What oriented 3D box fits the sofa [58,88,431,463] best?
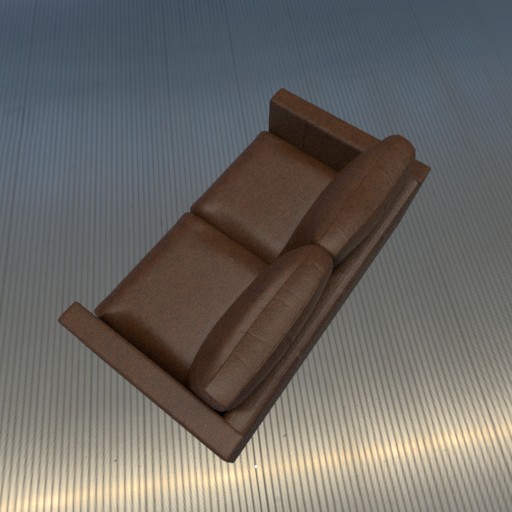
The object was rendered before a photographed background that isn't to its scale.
[{"bbox_3d":[0.000,0.000,2.130,0.909,0.951,1.578,34,69,15],"label":"sofa"}]
